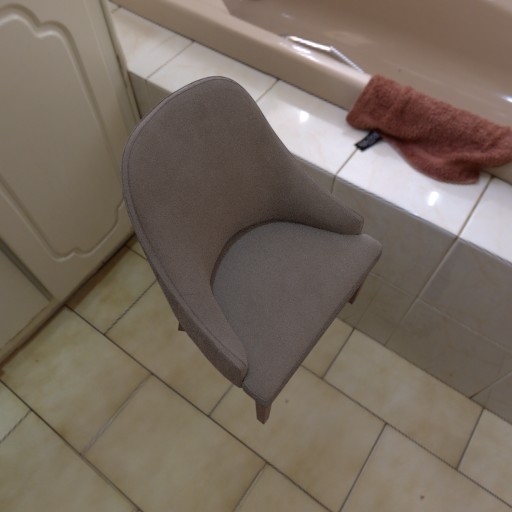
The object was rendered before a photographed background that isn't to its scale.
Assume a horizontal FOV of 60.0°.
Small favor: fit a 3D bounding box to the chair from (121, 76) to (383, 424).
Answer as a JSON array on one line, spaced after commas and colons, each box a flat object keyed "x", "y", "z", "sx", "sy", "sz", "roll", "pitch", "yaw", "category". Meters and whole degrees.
[{"x": 0.000, "y": 0.000, "z": 1.347, "sx": 0.575, "sy": 0.889, "sz": 0.643, "roll": 34, "pitch": 64, "yaw": 19, "category": "chair"}]
